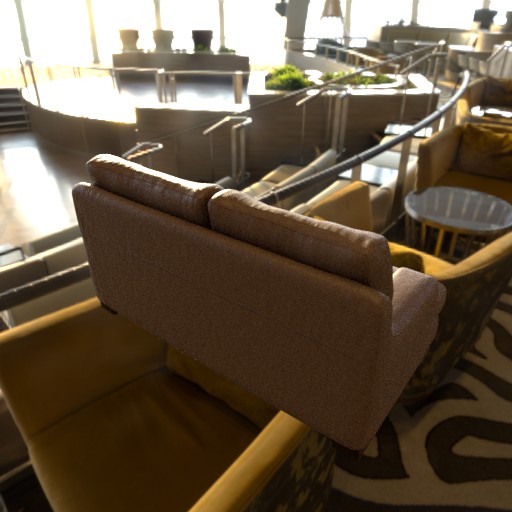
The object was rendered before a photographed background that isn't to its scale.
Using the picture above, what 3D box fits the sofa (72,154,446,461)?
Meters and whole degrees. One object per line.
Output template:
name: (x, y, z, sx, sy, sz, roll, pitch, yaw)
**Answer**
sofa: (0.000, 0.000, 2.418, 1.855, 0.980, 0.962, 21, 36, 32)
